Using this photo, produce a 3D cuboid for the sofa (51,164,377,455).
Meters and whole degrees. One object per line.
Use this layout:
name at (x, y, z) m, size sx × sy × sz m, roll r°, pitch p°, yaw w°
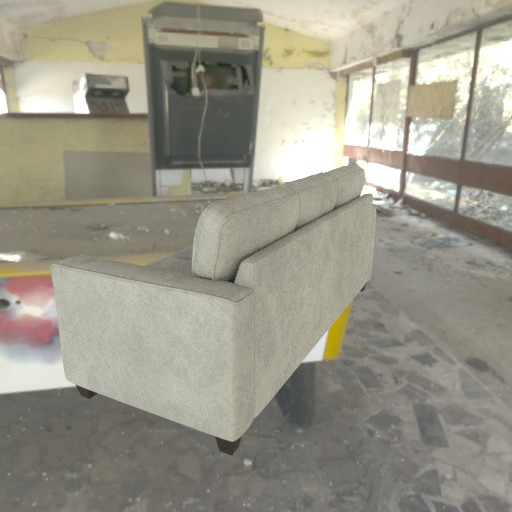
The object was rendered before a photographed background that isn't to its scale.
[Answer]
sofa at (0.000, 0.000, 2.631) m, size 0.939 × 0.965 × 2.133 m, roll 9°, pitch 19°, yaw 26°
